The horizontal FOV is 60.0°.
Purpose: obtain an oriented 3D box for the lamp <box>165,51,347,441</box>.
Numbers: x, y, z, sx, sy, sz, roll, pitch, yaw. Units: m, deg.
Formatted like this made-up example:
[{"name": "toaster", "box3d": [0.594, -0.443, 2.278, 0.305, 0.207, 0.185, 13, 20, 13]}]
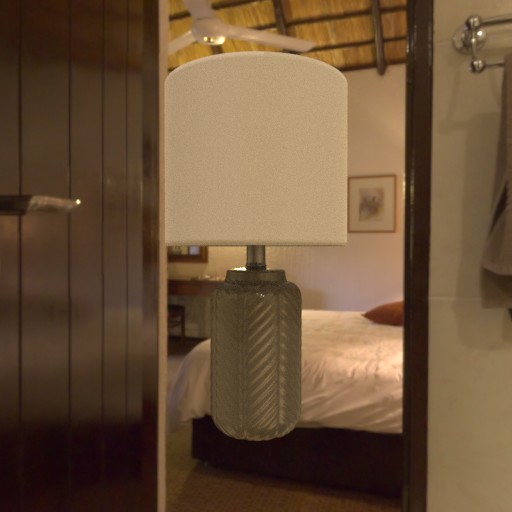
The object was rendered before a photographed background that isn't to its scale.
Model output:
[{"name": "lamp", "box3d": [0.000, 0.000, 0.505, 0.203, 0.389, 0.203, 0, 1, -18]}]
